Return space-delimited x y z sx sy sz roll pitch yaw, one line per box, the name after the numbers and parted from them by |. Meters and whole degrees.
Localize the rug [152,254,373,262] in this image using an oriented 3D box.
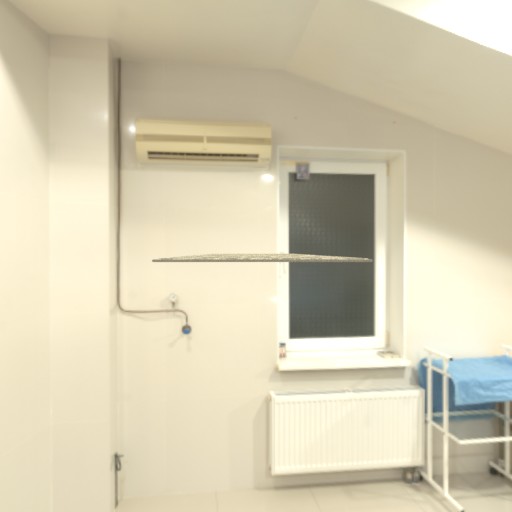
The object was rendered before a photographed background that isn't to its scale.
0.000 0.000 2.419 0.662 0.011 2.196 0 1 -1 | rug
